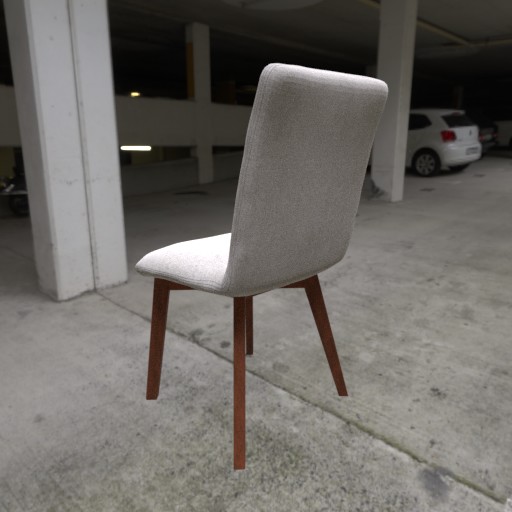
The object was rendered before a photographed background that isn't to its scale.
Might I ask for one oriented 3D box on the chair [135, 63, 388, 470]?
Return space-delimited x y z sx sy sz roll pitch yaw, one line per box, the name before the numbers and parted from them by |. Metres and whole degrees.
chair | 0.000 0.000 1.313 0.563 0.974 0.522 14 20 43
